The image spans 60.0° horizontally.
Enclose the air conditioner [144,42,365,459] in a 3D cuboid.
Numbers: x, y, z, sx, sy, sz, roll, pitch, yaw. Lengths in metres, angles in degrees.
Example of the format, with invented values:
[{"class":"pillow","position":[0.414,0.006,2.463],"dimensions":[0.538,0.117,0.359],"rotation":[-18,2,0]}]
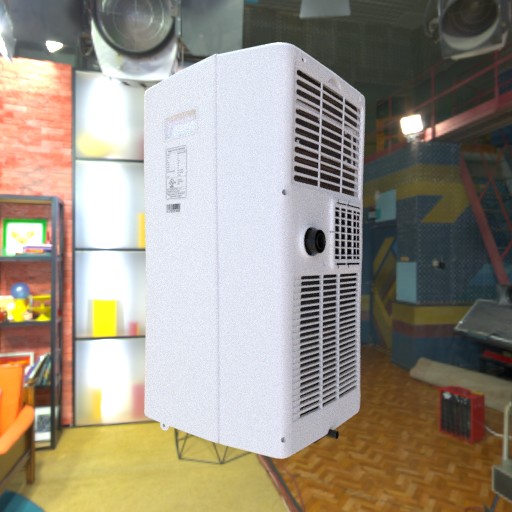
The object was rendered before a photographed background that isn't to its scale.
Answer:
[{"class":"air conditioner","position":[0.000,0.000,0.804],"dimensions":[0.349,0.606,0.304],"rotation":[0,-1,37]}]
